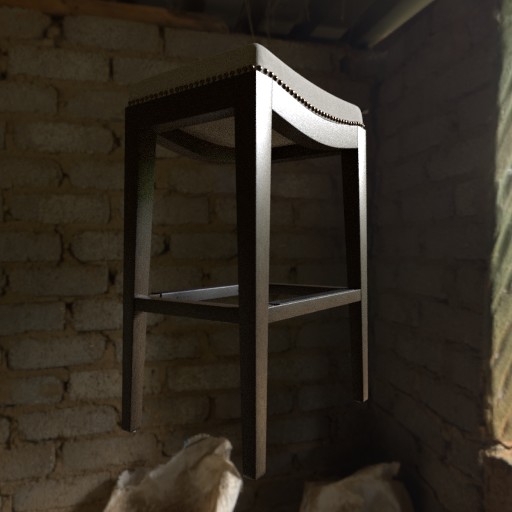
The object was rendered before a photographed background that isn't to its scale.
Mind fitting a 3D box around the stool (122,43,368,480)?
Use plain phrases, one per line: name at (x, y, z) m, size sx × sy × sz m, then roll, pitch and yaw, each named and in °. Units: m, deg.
stool at (0.000, 0.000, 1.047) m, size 0.358 × 0.759 × 0.498 m, roll 1°, pitch 1°, yaw 36°
